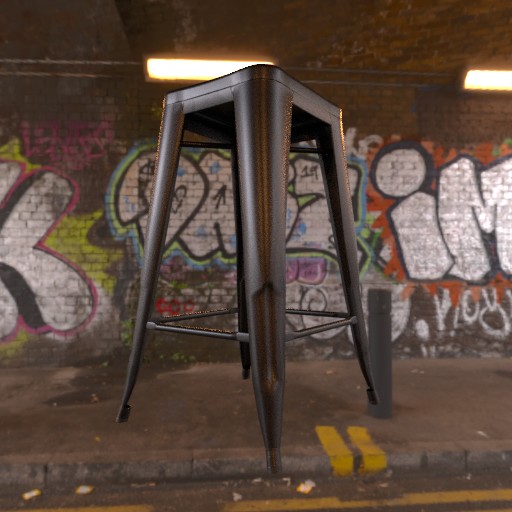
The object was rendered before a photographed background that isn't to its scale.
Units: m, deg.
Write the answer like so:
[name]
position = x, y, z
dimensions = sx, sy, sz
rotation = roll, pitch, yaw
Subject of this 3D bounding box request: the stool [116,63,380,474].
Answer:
[stool]
position = 0.000, 0.000, 0.870
dimensions = 0.359, 0.609, 0.399
rotation = -1, -1, 36
